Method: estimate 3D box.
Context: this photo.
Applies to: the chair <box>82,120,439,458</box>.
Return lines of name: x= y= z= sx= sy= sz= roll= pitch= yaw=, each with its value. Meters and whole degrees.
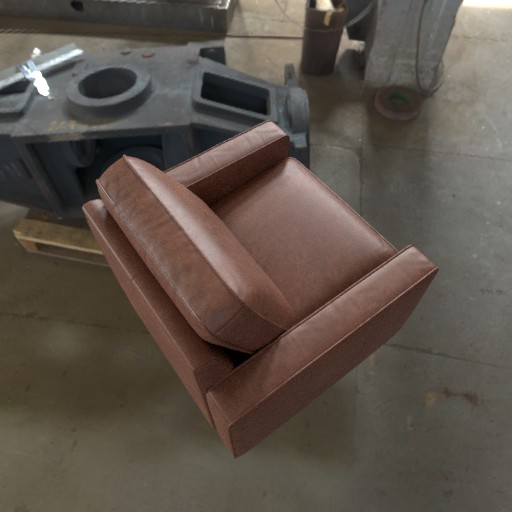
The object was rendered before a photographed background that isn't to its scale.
chair: x=0.000 y=0.000 z=1.733 sx=0.940 sy=0.919 sz=1.017 roll=-32 pitch=62 yaw=-19
